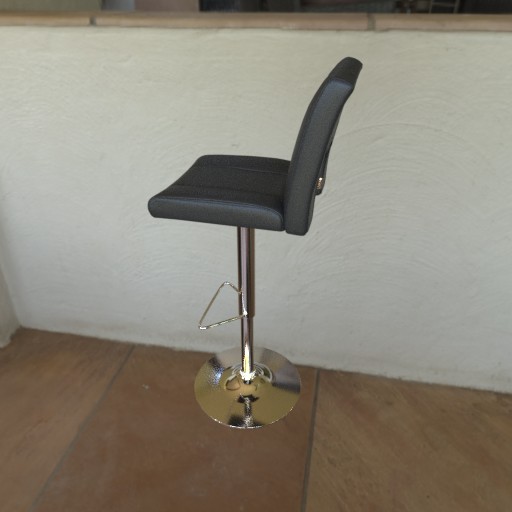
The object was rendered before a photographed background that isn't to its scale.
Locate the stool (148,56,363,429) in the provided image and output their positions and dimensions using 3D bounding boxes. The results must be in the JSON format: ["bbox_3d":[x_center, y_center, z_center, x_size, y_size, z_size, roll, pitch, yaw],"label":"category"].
[{"bbox_3d":[0.000,0.000,1.413,0.520,1.151,0.415,8,31,13],"label":"stool"}]
